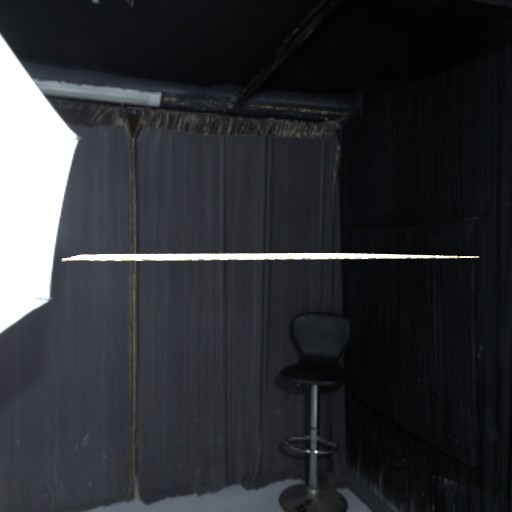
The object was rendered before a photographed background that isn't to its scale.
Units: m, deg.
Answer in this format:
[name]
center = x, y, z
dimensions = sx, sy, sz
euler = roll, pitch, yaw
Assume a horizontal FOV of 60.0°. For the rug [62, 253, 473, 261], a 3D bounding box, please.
[rug]
center = 0.000, 0.000, 2.378
dimensions = 1.829, 0.008, 1.219
euler = 0, 1, -18
